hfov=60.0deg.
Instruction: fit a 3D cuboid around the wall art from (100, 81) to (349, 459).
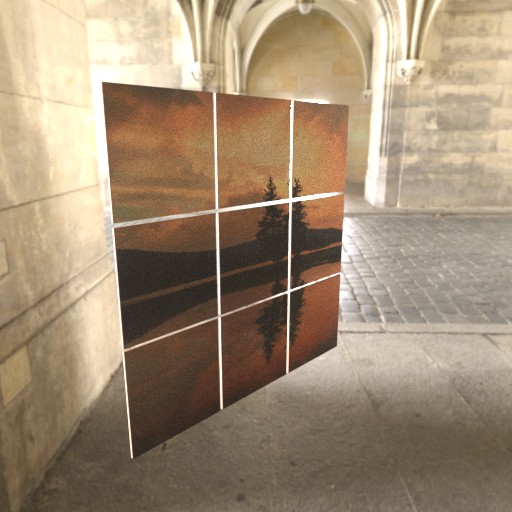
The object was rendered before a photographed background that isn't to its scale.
[{"bbox_3d":[0.000,0.000,1.795,0.013,1.218,1.216,14,20,43],"label":"wall art"}]
